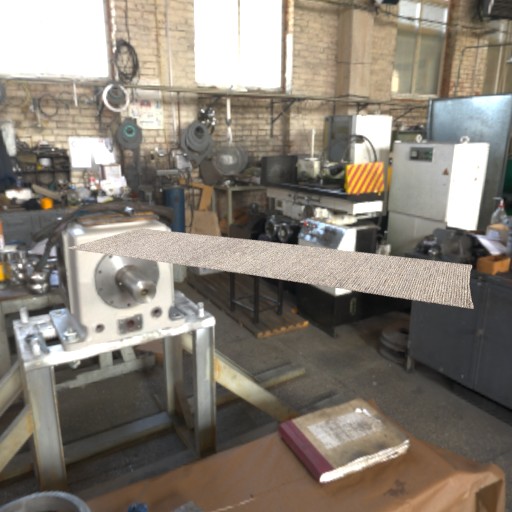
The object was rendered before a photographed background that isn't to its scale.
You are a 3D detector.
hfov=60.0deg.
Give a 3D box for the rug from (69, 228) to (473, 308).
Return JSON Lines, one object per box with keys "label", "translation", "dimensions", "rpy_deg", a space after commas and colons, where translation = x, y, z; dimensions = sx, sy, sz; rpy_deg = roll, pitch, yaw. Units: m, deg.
{"label": "rug", "translation": [0.000, 0.000, 2.626], "dimensions": [2.335, 0.013, 0.697], "rpy_deg": [7, 17, 25]}
